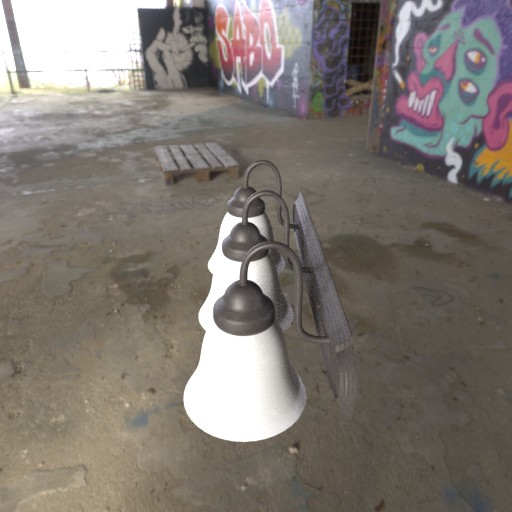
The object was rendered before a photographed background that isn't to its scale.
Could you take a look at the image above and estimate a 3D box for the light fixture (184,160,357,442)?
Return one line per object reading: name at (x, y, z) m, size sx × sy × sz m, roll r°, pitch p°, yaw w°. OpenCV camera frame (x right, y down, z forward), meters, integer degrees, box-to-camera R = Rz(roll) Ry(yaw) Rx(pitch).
light fixture at (0.000, 0.000, 0.723) m, size 0.199 × 0.222 × 0.610 m, roll 0°, pitch 26°, yaw -1°
